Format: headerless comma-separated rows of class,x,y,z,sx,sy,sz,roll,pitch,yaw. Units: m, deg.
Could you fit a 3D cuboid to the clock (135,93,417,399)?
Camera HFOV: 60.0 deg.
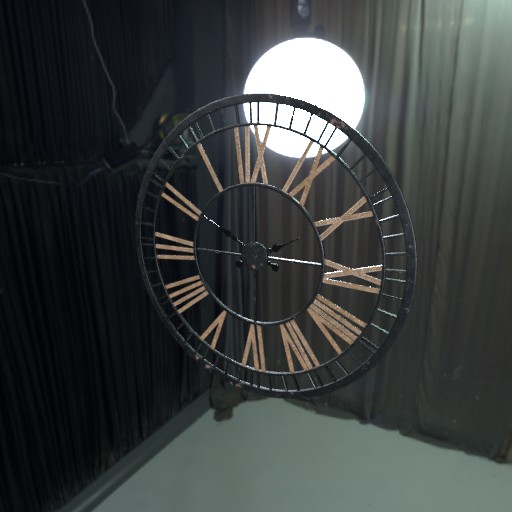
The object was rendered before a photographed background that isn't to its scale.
clock,0.000,0.000,1.219,0.843,0.843,0.025,8,17,26
